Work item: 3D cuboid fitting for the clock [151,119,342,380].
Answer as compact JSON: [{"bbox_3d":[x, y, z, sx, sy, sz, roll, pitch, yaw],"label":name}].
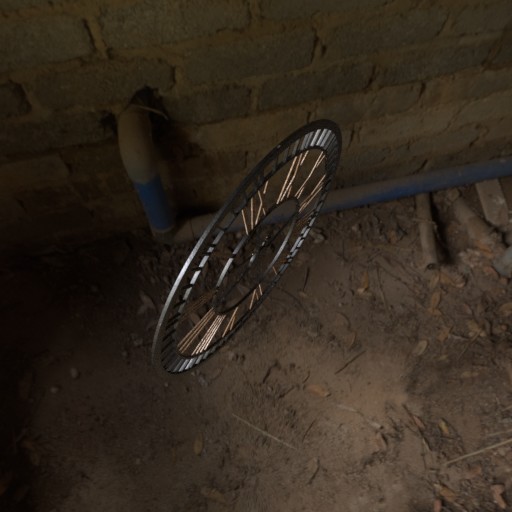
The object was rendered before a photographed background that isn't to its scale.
[{"bbox_3d":[0.000,0.000,1.276,0.025,0.843,0.843,34,68,16],"label":"clock"}]
